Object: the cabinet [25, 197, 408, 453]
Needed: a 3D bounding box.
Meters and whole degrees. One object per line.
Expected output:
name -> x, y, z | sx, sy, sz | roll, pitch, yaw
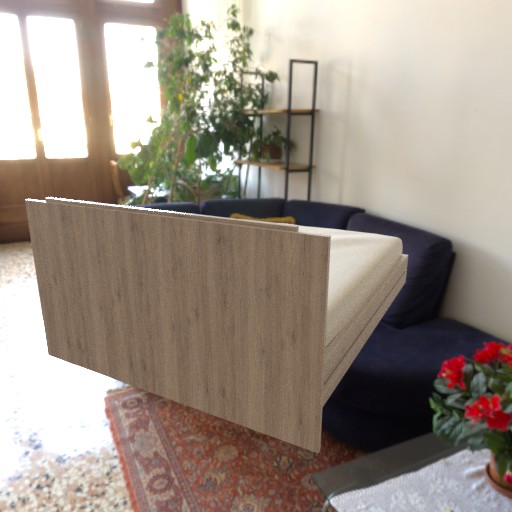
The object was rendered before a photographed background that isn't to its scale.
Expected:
cabinet -> 0.000, 0.000, 3.035 | 1.750, 0.970, 2.080 | 9, 19, 27
